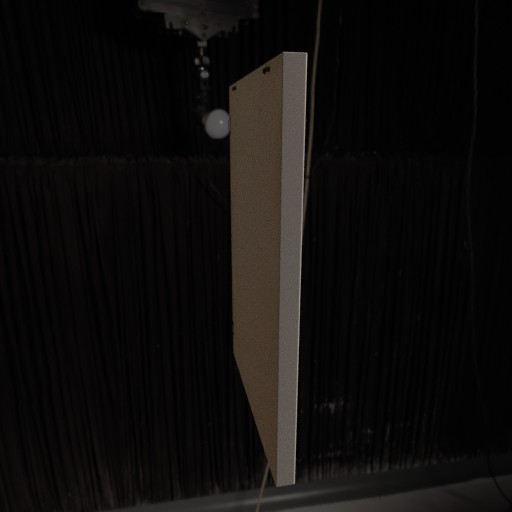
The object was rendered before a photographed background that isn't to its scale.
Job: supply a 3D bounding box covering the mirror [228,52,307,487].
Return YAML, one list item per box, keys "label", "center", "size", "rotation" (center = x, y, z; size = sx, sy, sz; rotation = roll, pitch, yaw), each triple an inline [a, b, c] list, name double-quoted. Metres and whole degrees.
- label: "mirror"
  center: [0.000, 0.000, 0.931]
  size: [0.039, 0.710, 0.507]
  rotation: [-3, 16, -11]
